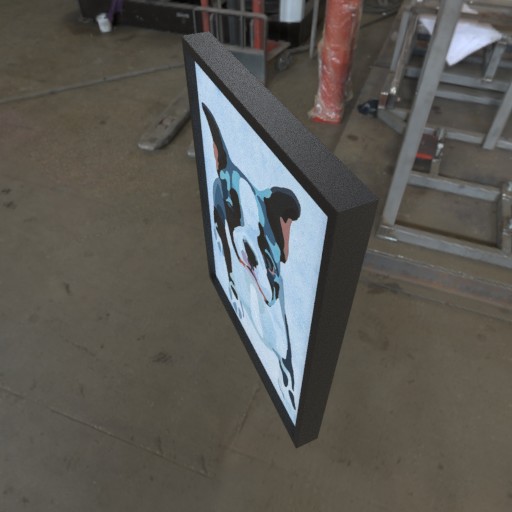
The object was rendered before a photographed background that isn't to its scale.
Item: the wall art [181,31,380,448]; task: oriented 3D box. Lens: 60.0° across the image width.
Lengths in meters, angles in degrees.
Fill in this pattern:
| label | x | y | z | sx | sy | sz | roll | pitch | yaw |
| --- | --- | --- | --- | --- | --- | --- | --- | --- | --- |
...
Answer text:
| label | x | y | z | sx | sy | sz | roll | pitch | yaw |
| --- | --- | --- | --- | --- | --- | --- | --- | --- | --- |
| wall art | 0.000 | 0.000 | 0.488 | 0.030 | 0.369 | 0.294 | -18 | 49 | -17 |
